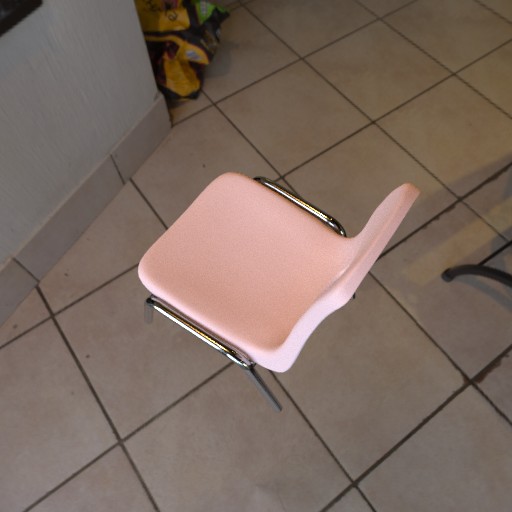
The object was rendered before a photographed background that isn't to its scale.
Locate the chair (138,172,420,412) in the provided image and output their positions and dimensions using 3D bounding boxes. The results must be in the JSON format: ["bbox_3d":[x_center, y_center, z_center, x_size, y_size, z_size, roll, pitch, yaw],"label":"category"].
[{"bbox_3d":[0.000,0.000,0.798,0.385,0.536,0.354,32,67,15],"label":"chair"}]
